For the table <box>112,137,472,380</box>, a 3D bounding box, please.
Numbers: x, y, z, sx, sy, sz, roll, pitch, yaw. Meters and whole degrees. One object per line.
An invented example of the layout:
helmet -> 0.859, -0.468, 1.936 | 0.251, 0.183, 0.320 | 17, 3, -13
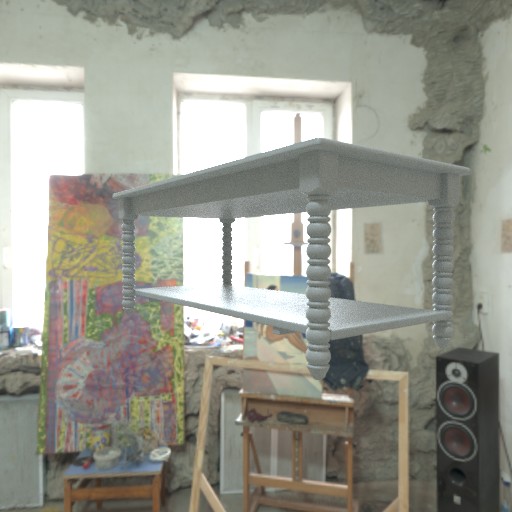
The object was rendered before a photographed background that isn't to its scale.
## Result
table -> 0.000, 0.000, 1.487 | 0.580, 0.487, 1.171 | -1, 2, -37
